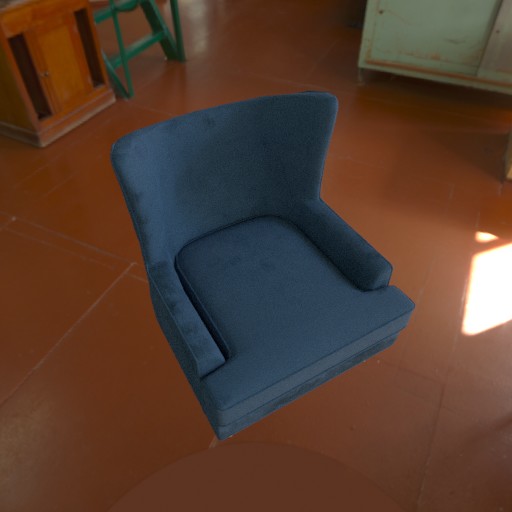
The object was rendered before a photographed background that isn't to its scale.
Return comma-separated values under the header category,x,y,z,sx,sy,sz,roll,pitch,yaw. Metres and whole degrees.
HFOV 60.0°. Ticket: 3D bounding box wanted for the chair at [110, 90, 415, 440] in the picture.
category,x,y,z,sx,sy,sz,roll,pitch,yaw
chair,0.000,0.000,1.635,0.793,0.952,0.910,-22,50,-20
